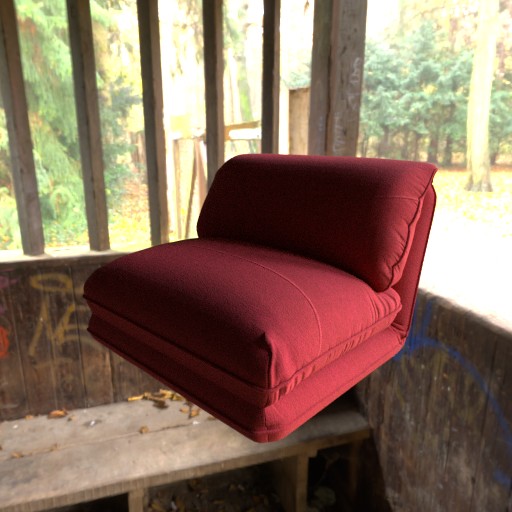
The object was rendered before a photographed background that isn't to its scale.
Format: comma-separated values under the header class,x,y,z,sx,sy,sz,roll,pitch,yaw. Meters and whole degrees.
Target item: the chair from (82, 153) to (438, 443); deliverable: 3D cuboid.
class,x,y,z,sx,sy,sz,roll,pitch,yaw
chair,0.000,0.000,1.349,0.820,0.580,0.780,14,21,42
